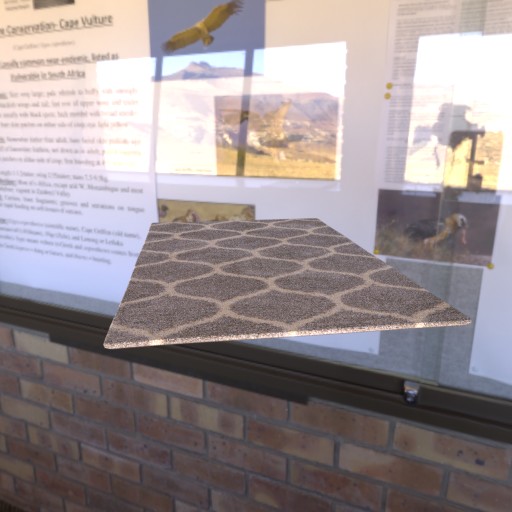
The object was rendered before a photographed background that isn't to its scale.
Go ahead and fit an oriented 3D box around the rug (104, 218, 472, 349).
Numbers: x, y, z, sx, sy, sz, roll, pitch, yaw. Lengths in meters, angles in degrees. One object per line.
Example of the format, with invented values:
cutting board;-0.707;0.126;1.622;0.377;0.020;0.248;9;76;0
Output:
rug;0.000;0.000;2.868;1.501;0.025;2.348;-2;16;-8
